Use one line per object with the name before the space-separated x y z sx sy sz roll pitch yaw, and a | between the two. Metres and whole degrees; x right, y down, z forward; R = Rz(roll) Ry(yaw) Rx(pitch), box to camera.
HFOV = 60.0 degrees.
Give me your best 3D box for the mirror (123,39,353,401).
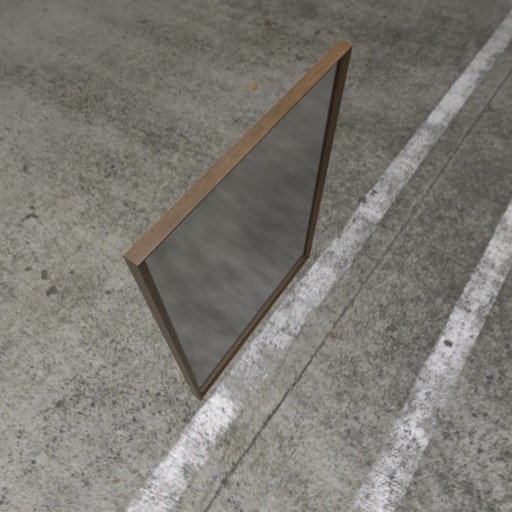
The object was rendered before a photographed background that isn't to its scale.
mirror | 0.000 0.000 1.366 0.041 1.016 0.762 31 64 17
